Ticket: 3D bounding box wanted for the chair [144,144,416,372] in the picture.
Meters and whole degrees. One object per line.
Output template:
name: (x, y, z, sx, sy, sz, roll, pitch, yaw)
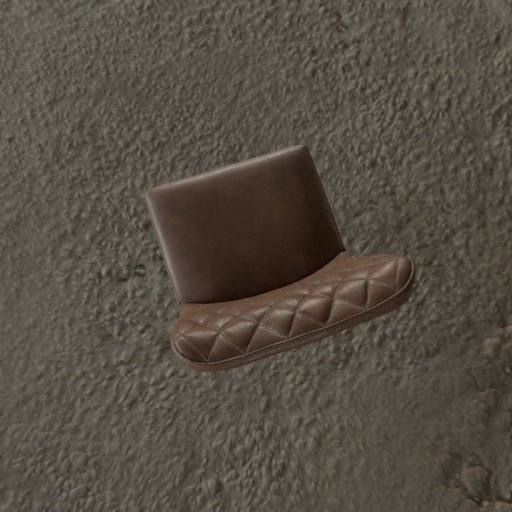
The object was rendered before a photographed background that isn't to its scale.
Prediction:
chair: (0.000, 0.000, 1.238, 0.508, 0.889, 0.587, -18, 74, -5)
